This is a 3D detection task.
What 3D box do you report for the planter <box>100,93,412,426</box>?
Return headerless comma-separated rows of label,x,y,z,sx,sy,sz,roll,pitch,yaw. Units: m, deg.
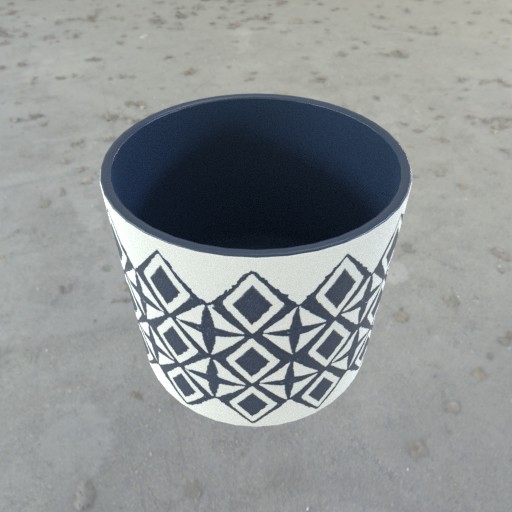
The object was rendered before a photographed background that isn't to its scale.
planter,0.000,0.000,0.393,0.224,0.203,0.224,0,42,0
